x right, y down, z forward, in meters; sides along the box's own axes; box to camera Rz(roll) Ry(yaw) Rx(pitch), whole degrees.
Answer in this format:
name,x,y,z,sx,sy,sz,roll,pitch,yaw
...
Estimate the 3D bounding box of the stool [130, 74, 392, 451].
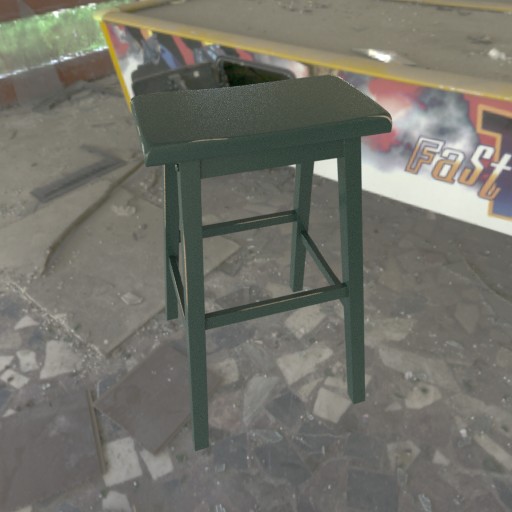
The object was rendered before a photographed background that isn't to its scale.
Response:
name,x,y,z,sx,sy,sz,roll,pitch,yaw
stool,0.000,0.000,1.063,0.457,0.737,0.476,-11,41,-13
